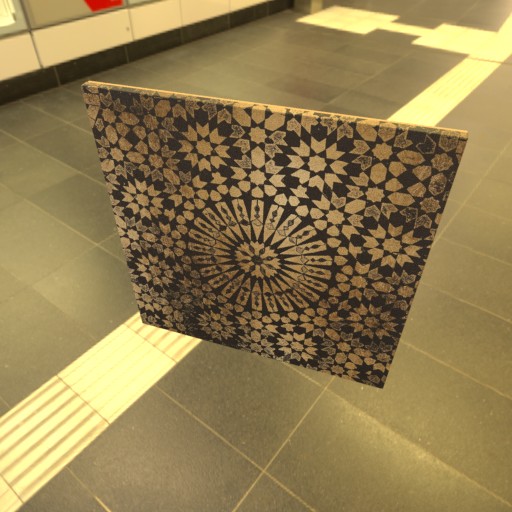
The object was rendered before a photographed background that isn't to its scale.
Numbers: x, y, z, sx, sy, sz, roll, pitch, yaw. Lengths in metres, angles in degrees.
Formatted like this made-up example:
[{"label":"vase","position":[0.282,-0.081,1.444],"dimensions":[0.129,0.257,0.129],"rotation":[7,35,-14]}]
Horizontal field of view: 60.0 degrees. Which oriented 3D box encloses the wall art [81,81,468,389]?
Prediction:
[{"label":"wall art","position":[0.000,0.000,1.313],"dimensions":[0.914,0.914,0.038],"rotation":[12,43,14]}]
